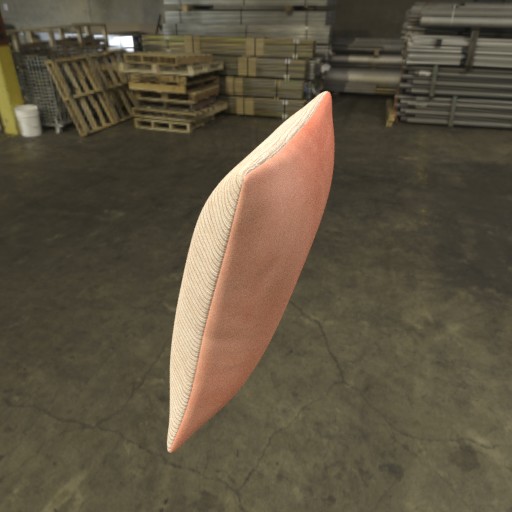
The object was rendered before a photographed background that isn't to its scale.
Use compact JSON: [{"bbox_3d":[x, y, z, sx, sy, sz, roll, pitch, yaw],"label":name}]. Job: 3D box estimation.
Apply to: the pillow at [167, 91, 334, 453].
[{"bbox_3d":[0.000,0.000,0.651,0.177,0.401,0.424,9,31,15],"label":"pillow"}]
